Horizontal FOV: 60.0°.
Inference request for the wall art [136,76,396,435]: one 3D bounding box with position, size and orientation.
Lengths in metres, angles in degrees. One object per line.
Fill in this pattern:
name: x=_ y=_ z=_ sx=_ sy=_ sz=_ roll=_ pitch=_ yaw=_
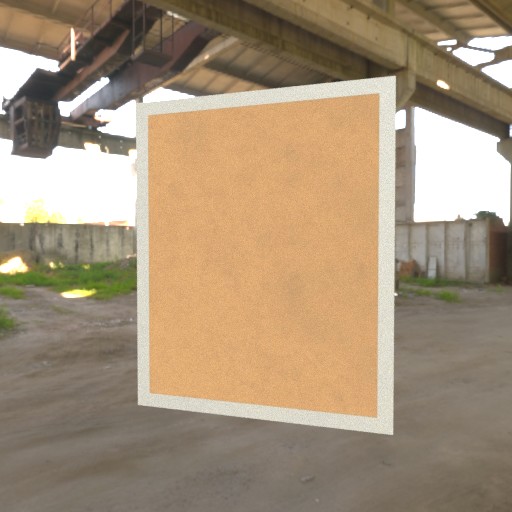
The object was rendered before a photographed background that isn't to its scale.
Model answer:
wall art: x=0.000 y=0.000 z=1.109 sx=0.661 sy=0.811 sz=0.026 roll=0 pitch=1 yaw=17
